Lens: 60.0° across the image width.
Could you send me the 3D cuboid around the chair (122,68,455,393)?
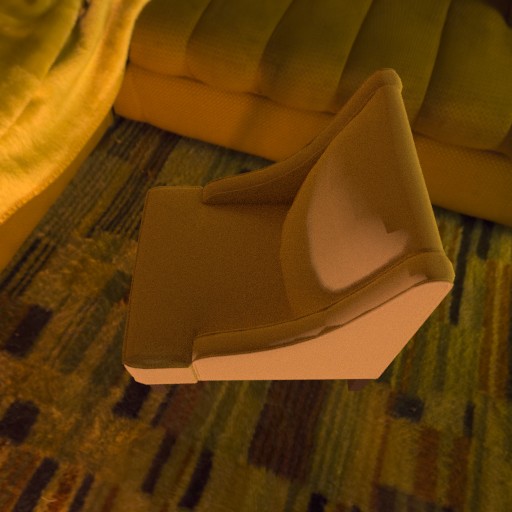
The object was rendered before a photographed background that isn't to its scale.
[{"bbox_3d":[0.000,0.000,1.417,0.806,0.886,0.689,0,59,0],"label":"chair"}]
